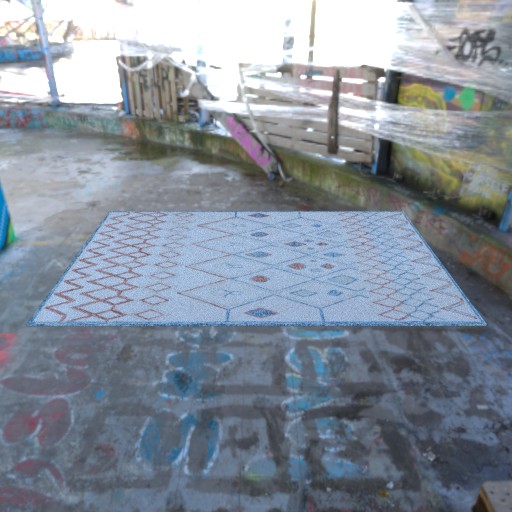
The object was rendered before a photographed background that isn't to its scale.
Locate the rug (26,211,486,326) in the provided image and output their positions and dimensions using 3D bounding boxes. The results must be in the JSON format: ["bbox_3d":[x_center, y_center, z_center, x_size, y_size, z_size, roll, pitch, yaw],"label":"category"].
[{"bbox_3d":[0.000,0.000,3.007,2.438,0.015,1.524,0,29,0],"label":"rug"}]
